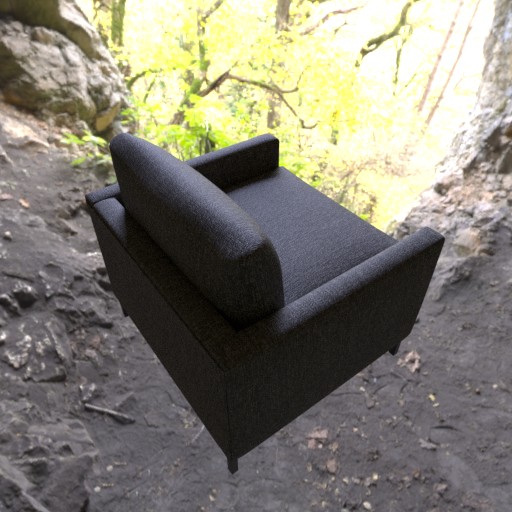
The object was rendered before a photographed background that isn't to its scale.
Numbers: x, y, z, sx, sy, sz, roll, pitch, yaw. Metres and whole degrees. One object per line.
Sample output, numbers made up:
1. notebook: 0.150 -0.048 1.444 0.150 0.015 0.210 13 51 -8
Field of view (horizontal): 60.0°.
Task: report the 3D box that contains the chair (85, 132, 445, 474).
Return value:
1. chair: 0.000 0.000 1.629 0.866 0.861 0.963 -26 47 -27
